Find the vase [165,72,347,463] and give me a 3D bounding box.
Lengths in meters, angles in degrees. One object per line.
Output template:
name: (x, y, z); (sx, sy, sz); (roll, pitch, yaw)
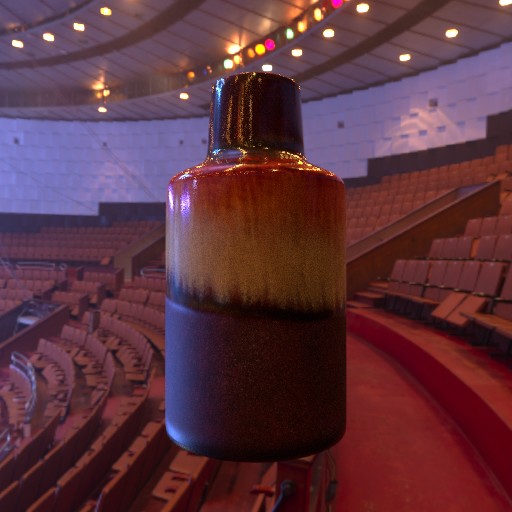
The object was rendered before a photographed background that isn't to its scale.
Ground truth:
vase: (0.000, 0.000, 0.270); (0.108, 0.204, 0.108); (0, -1, 0)
